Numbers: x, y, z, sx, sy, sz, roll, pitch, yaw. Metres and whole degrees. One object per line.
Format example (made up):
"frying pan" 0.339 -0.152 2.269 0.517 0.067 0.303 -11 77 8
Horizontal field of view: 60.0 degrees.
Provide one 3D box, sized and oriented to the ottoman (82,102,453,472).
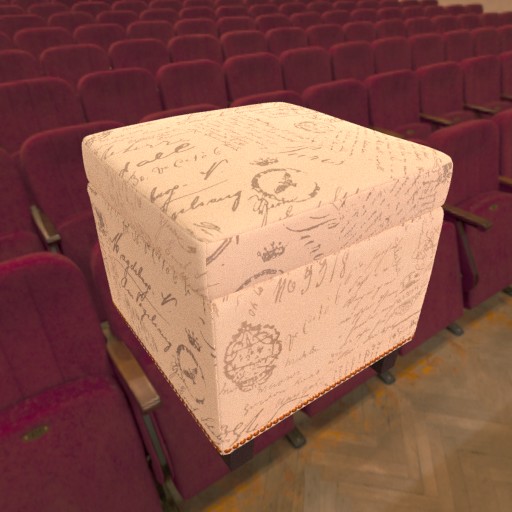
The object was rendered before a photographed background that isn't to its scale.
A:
"ottoman" 0.000 0.000 0.816 0.449 0.457 0.450 -21 38 -30
